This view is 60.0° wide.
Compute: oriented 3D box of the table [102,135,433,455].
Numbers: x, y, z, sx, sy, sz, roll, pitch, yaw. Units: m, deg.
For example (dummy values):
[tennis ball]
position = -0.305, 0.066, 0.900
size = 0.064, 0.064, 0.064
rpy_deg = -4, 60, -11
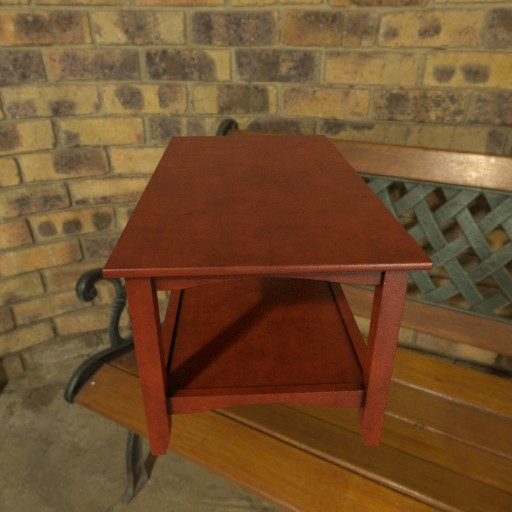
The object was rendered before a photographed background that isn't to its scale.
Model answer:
[table]
position = 0.000, 0.000, 1.230
size = 0.533, 0.456, 0.943
rpy_deg = -1, 28, -3
